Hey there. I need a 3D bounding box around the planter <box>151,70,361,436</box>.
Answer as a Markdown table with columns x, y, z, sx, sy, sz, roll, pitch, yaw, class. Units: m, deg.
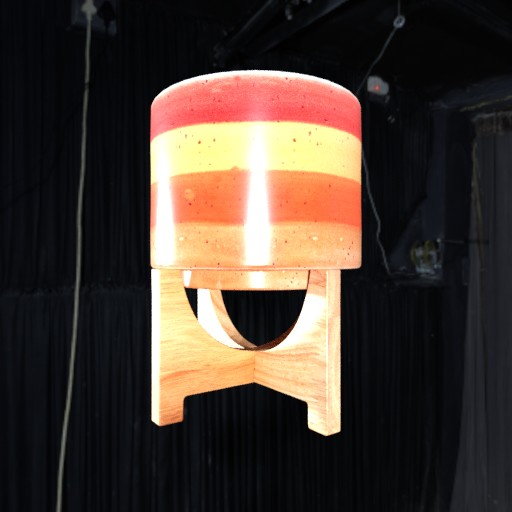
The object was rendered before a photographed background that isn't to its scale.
| x | y | z | sx | sy | sz | roll | pitch | yaw | class |
| --- | --- | --- | --- | --- | --- | --- | --- | --- | --- |
| 0.000 | 0.000 | 0.412 | 0.199 | 0.268 | 0.199 | 0 | -1 | 0 | planter |
